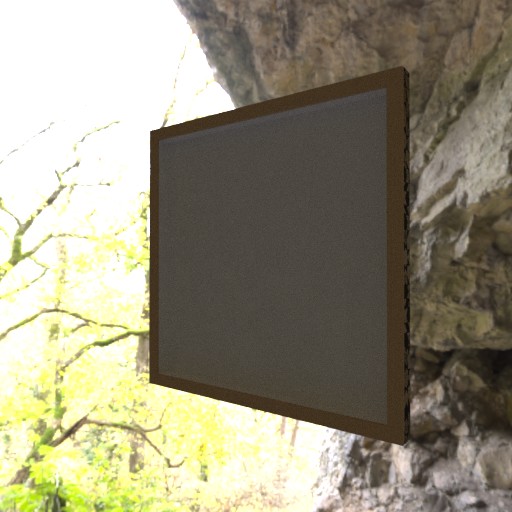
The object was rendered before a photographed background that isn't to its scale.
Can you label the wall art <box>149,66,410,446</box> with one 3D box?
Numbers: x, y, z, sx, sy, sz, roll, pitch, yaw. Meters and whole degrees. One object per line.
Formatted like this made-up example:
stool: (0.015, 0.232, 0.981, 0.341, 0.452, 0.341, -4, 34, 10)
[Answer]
wall art: (0.000, 0.000, 0.906, 0.612, 0.612, 0.038, 0, 0, 36)
